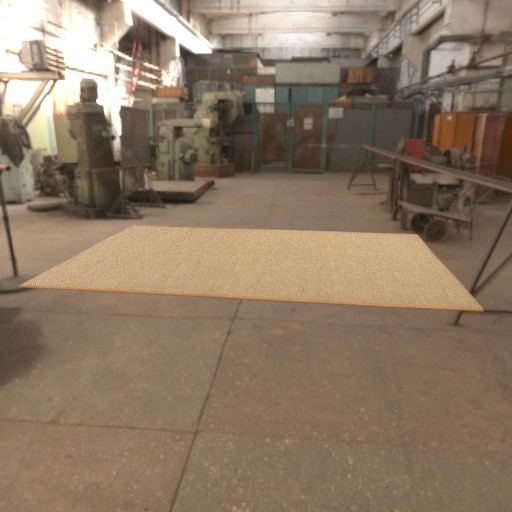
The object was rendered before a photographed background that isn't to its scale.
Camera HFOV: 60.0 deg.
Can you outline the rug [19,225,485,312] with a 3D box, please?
[{"bbox_3d":[0.000,0.000,2.078,1.678,0.013,1.078,2,17,8],"label":"rug"}]
